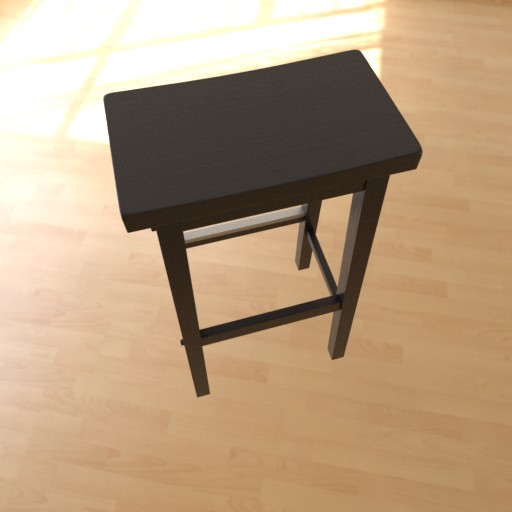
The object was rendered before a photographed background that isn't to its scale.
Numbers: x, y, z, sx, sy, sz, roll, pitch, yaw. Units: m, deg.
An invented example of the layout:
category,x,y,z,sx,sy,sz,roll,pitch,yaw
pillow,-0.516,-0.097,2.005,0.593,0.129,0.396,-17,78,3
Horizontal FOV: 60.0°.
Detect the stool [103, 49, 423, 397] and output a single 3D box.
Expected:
category,x,y,z,sx,sy,sz,roll,pitch,yaw
stool,0.000,0.000,0.939,0.406,0.742,0.322,-13,60,-8
